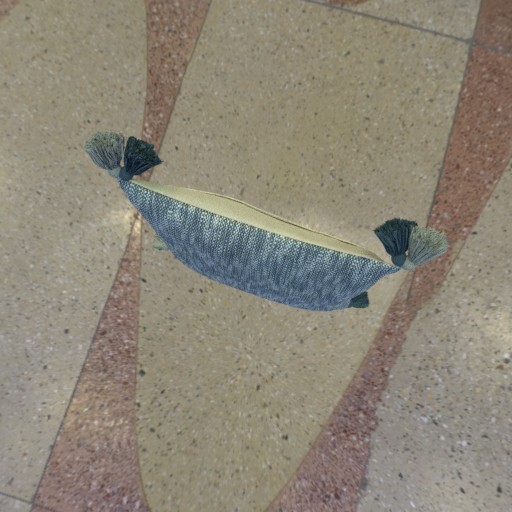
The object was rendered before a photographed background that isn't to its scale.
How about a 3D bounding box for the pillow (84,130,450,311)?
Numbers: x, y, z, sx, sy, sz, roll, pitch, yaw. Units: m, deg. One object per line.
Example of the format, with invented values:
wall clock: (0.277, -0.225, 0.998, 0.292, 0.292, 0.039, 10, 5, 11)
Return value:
pillow: (0.000, 0.000, 0.928, 0.614, 0.634, 0.138, 18, 78, 4)
